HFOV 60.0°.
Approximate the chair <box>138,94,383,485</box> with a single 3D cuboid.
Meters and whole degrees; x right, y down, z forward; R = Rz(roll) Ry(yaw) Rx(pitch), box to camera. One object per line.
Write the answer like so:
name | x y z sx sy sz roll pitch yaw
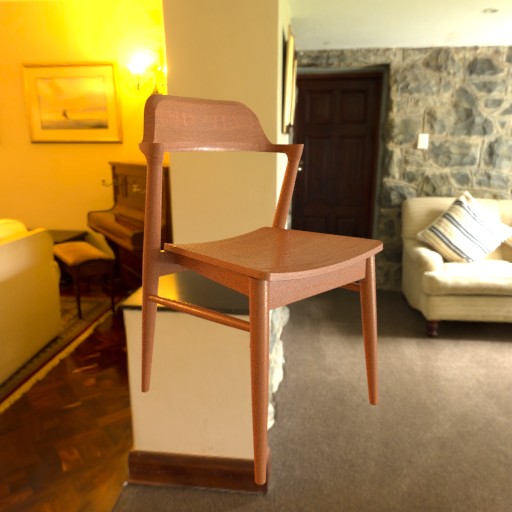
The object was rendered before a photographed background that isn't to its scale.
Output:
chair | 0.000 0.000 1.129 0.496 0.801 0.499 -12 18 -42
